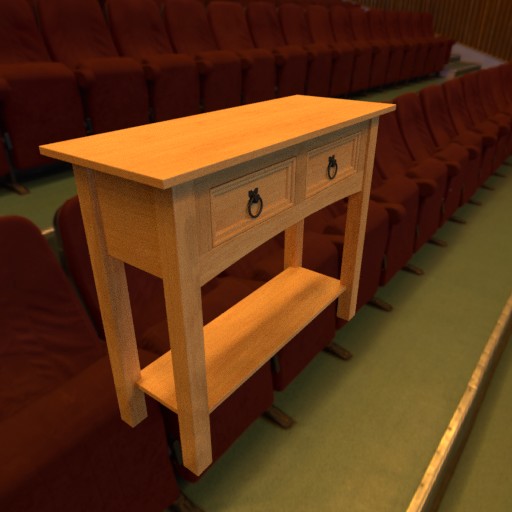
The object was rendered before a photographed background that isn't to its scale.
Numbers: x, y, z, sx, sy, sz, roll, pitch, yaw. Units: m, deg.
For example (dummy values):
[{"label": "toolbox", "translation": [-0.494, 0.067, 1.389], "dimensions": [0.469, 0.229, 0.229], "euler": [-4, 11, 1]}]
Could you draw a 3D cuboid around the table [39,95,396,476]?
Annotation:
[{"label": "table", "translation": [0.000, 0.000, 1.224], "dimensions": [0.340, 0.728, 0.900], "euler": [19, 33, 32]}]
